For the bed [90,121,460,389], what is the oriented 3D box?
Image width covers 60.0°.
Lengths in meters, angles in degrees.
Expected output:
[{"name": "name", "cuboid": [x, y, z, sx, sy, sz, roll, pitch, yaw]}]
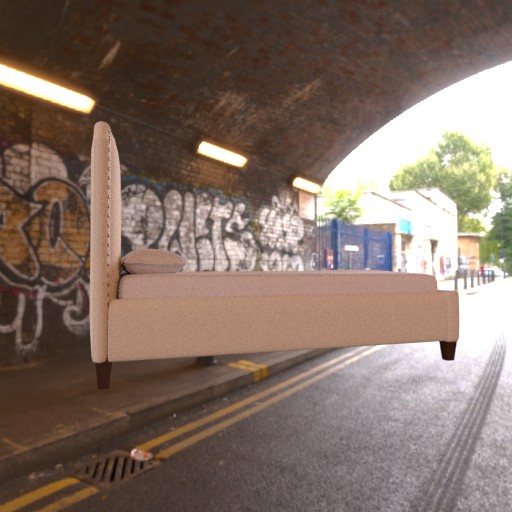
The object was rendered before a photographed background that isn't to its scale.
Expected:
[{"name": "bed", "cuboid": [0.000, 0.000, 3.443, 2.372, 1.443, 1.712, 0, -1, -18]}]
